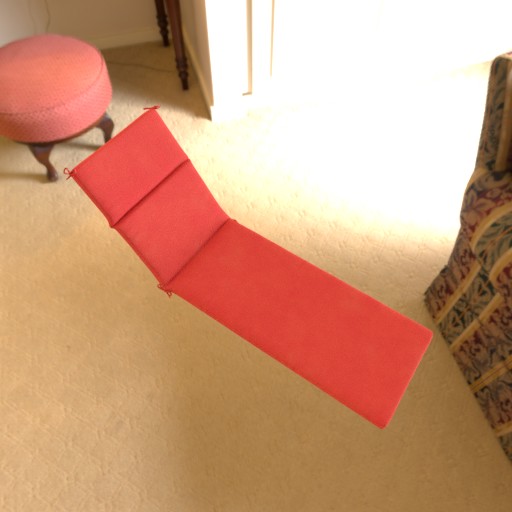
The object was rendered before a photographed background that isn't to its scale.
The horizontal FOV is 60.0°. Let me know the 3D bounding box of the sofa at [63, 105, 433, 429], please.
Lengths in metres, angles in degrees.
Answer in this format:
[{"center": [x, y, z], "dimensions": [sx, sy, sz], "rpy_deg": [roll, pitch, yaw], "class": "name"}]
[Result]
[{"center": [0.000, 0.000, 1.991], "dimensions": [1.663, 0.622, 0.582], "rpy_deg": [30, 61, 18], "class": "sofa"}]
